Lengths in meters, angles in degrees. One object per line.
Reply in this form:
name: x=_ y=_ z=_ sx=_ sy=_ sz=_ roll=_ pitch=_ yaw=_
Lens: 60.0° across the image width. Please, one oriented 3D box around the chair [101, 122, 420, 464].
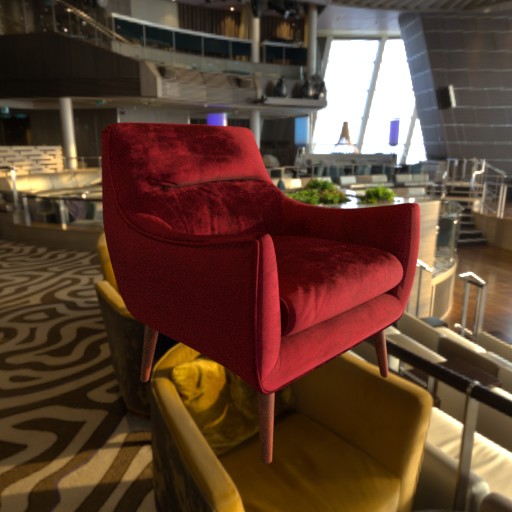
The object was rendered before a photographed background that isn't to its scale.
chair: x=0.000 y=0.000 z=1.431 sx=0.787 sy=0.838 sz=0.762 roll=13 pitch=19 yaw=43
